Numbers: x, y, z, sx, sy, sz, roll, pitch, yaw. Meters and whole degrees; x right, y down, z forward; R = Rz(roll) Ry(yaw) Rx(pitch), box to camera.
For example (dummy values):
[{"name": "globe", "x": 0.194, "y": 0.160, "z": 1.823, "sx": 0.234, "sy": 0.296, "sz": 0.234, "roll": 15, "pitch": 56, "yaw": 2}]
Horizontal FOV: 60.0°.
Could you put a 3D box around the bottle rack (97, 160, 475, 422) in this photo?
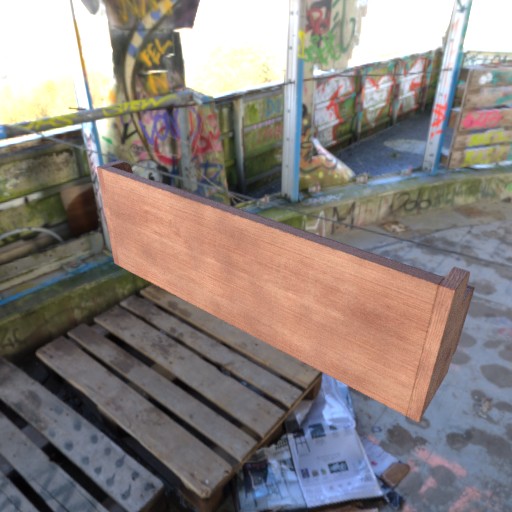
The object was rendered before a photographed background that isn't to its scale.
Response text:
[{"name": "bottle rack", "x": 0.000, "y": 0.000, "z": 0.699, "sx": 0.608, "sy": 0.196, "sz": 0.126, "roll": 22, "pitch": 37, "yaw": 32}]
